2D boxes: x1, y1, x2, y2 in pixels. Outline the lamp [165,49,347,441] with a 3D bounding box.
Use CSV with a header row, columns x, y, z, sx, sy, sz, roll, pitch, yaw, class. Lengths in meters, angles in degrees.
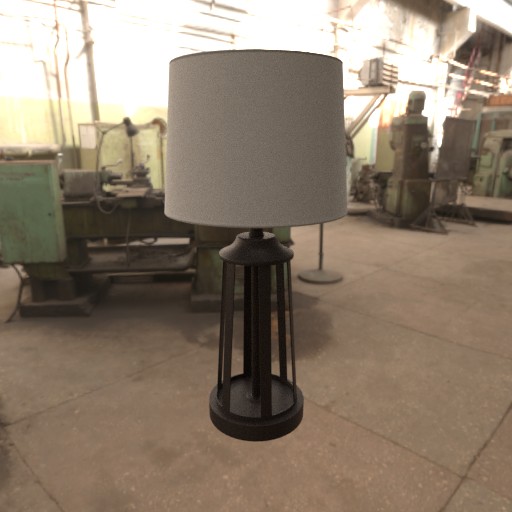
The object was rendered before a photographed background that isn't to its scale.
x,y,z,sx,sy,sz,roll,pitch,yaw,class
0.000,0.000,0.637,0.251,0.509,0.251,0,15,0,lamp
